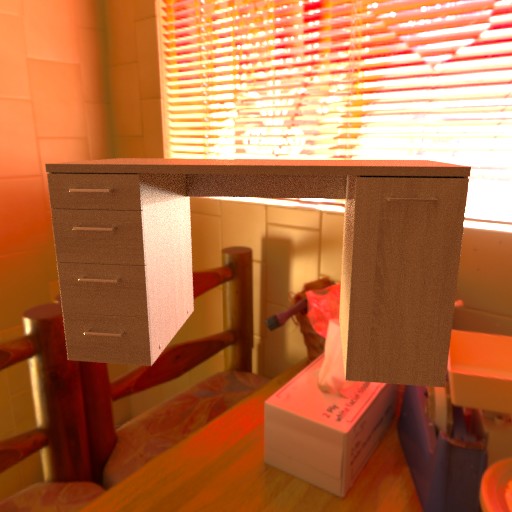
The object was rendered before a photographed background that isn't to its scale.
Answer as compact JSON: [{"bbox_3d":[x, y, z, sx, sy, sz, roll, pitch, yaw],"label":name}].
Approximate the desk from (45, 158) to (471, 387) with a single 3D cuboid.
[{"bbox_3d":[0.000,0.000,1.777,1.390,0.740,0.600,2,14,8],"label":"desk"}]
